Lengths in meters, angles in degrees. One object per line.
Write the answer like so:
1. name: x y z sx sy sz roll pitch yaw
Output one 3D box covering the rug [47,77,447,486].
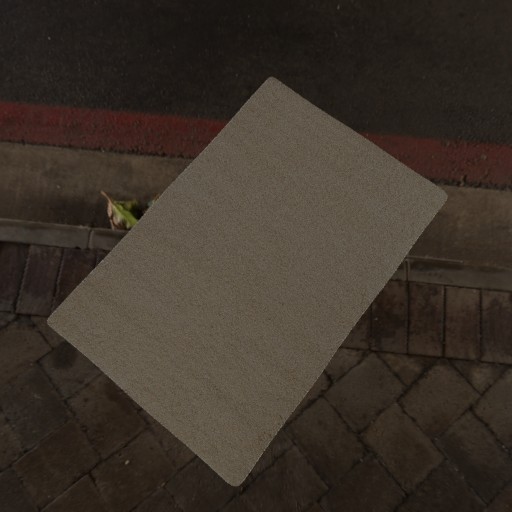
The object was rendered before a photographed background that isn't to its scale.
1. rug: 0.000 0.000 3.383 1.798 0.025 2.698 37 77 10
